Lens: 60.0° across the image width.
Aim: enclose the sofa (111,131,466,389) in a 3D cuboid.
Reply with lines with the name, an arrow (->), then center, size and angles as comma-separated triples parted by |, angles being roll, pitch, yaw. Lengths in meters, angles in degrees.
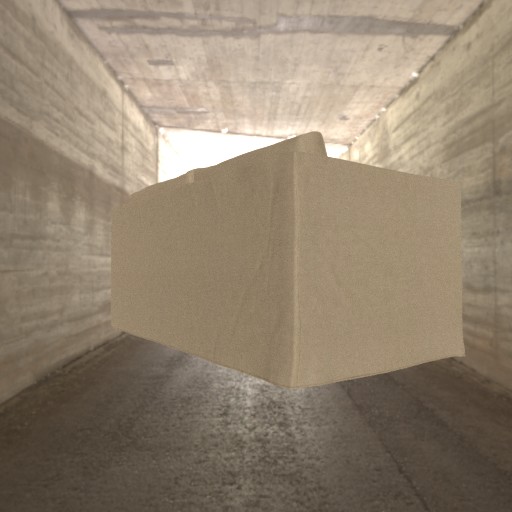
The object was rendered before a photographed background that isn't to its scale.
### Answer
sofa -> 0.000, 0.000, 2.253 | 0.962, 0.835, 1.719 | 1, -2, -36
